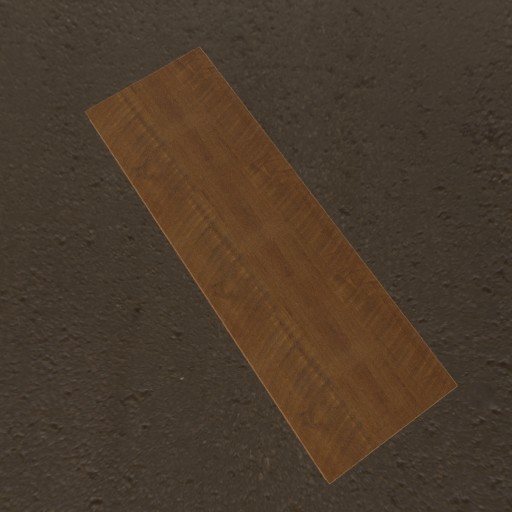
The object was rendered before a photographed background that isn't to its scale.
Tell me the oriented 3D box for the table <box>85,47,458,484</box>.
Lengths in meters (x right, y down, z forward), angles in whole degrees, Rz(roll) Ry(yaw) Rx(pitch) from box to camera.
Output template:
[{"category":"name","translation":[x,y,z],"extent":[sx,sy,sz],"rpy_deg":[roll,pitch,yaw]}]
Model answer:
[{"category":"table","translation":[0.000,0.000,1.734],"extent":[0.499,0.491,1.499],"rpy_deg":[-33,78,-8]}]
